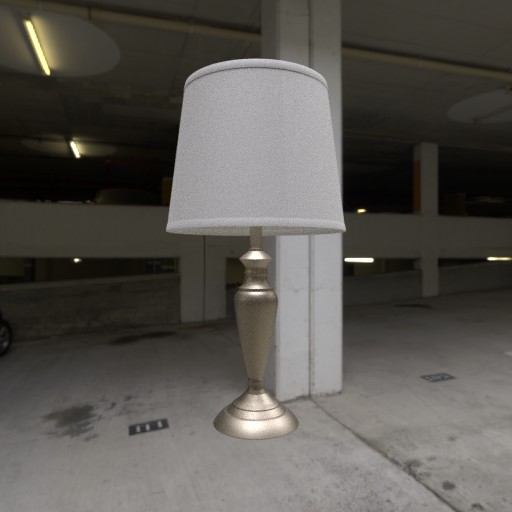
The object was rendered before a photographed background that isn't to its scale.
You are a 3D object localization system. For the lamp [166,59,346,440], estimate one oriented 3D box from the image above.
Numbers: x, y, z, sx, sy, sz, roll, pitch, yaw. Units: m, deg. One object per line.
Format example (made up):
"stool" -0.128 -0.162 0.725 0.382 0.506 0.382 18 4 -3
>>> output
"lamp" 0.000 0.000 0.826 0.328 0.619 0.328 0 0 0
